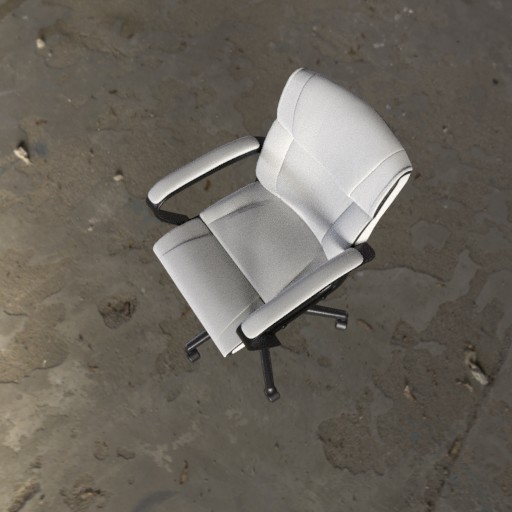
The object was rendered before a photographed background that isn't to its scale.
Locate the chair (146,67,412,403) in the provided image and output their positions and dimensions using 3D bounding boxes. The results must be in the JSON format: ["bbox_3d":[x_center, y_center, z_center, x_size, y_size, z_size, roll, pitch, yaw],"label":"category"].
[{"bbox_3d":[0.000,0.000,1.499,0.717,1.004,0.739,-31,67,-15],"label":"chair"}]
